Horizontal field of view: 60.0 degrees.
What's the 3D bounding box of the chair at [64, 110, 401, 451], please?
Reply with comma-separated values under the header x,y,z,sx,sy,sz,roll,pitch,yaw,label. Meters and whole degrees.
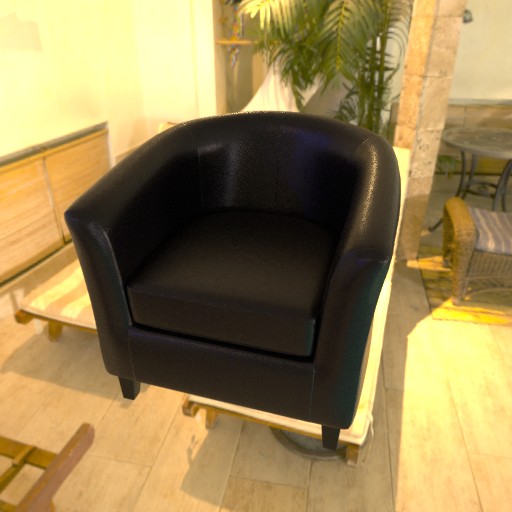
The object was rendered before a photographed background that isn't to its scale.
x,y,z,sx,sy,sz,roll,pitch,yaw,label
0.000,0.000,1.382,0.793,0.756,0.727,8,30,15,chair
